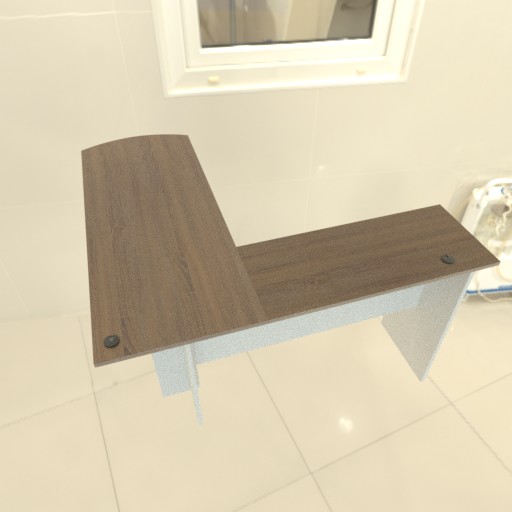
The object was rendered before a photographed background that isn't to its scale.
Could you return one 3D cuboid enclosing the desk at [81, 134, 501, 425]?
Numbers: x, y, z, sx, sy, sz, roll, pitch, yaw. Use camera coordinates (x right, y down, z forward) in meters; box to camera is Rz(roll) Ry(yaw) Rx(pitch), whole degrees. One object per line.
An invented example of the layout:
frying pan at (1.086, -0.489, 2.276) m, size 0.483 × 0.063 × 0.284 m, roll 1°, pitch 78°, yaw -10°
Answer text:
desk at (0.000, 0.000, 2.076) m, size 1.361 × 0.716 × 1.303 m, roll -12°, pitch 44°, yaw -13°
